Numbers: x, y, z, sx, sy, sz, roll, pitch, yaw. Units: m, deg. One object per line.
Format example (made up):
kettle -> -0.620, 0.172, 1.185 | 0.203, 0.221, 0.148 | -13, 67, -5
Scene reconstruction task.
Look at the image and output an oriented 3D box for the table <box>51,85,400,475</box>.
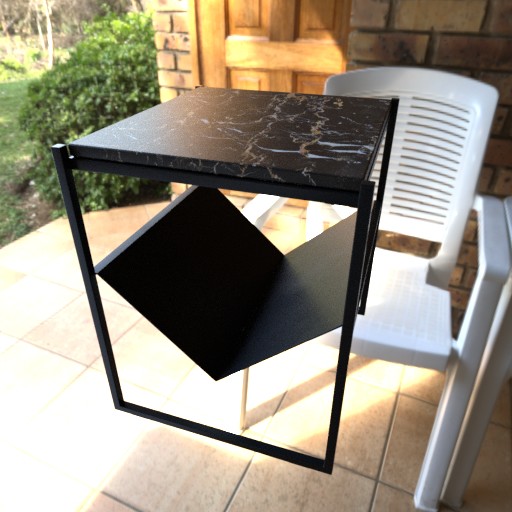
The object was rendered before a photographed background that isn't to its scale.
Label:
table -> 0.000, 0.000, 0.870 | 0.432, 0.534, 0.469 | 10, 33, 16
